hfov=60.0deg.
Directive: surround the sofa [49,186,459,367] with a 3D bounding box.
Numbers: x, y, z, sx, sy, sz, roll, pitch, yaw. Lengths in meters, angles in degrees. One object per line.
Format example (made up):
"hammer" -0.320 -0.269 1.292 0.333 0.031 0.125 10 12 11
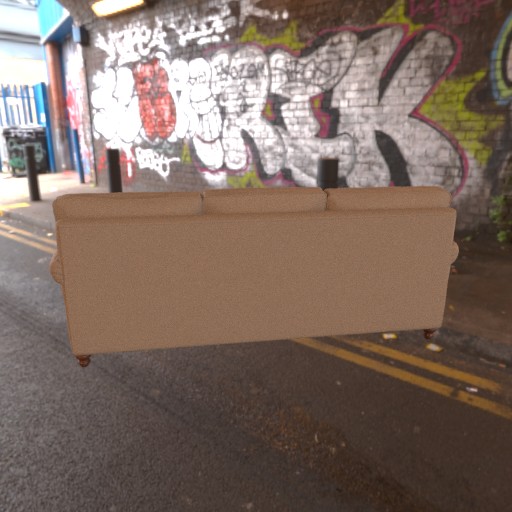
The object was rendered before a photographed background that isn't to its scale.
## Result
"sofa" 0.000 0.000 2.871 2.354 0.948 0.966 -3 16 -9
